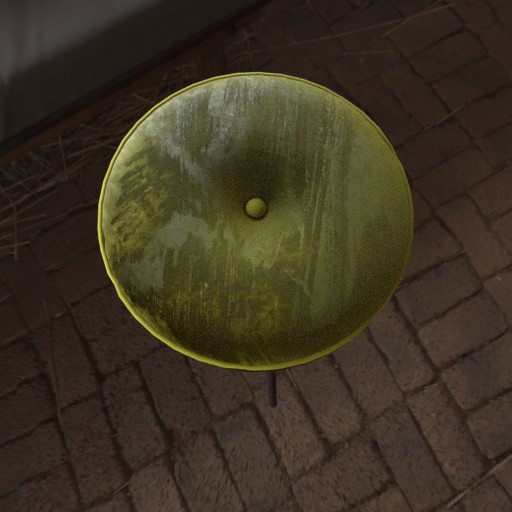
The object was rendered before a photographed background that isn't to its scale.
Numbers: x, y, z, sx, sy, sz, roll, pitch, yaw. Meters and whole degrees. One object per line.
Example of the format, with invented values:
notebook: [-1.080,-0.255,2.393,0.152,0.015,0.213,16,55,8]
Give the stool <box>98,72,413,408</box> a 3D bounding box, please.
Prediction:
stool: [0.000,0.000,0.800,0.409,0.508,0.409,36,78,9]
